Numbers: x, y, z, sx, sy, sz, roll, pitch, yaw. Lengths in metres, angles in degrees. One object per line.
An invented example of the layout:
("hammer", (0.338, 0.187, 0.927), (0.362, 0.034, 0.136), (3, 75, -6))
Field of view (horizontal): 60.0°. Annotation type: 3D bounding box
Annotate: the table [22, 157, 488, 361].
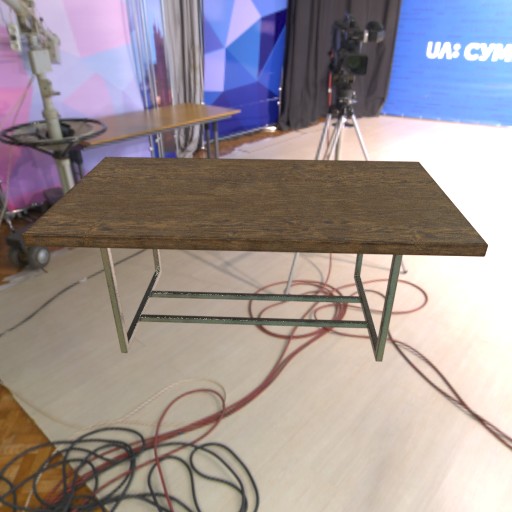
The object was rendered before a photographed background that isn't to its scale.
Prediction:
("table", (0.000, 0.000, 2.545), (1.989, 0.795, 1.078), (1, 30, 2))
